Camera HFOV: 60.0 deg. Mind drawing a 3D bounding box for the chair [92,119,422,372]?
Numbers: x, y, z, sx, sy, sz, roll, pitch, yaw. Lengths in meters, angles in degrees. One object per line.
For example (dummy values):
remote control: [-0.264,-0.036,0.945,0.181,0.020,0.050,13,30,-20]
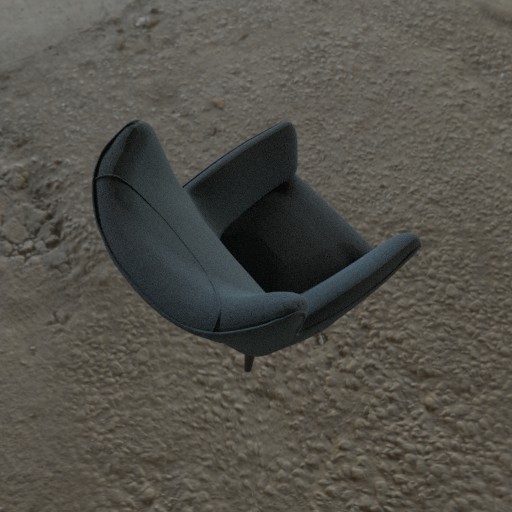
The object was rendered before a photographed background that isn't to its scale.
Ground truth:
chair: [0.000,0.000,1.625,0.888,0.933,0.781,-34,66,-17]
